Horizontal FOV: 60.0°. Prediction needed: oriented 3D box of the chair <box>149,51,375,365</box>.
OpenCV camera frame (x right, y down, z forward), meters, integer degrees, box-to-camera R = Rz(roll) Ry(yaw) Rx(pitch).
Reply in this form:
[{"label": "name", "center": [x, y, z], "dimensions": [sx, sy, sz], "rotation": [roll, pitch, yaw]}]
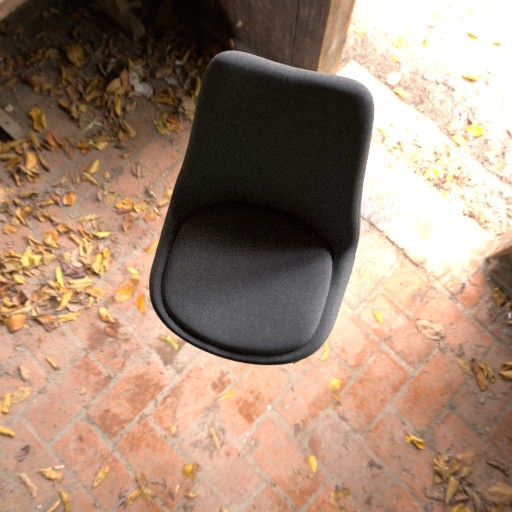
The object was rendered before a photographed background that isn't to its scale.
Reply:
[{"label": "chair", "center": [0.000, 0.000, 1.169], "dimensions": [0.483, 0.865, 0.550], "rotation": [15, 77, 4]}]
